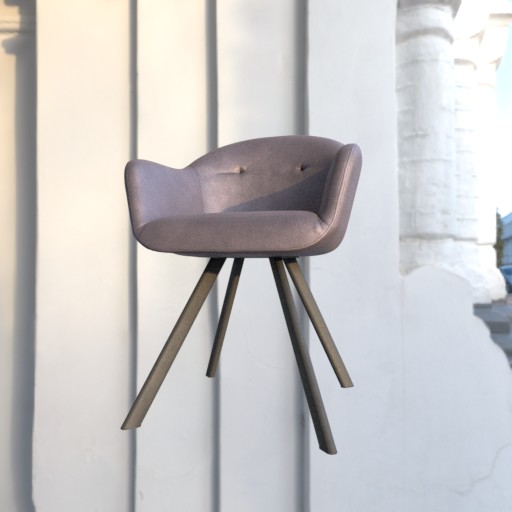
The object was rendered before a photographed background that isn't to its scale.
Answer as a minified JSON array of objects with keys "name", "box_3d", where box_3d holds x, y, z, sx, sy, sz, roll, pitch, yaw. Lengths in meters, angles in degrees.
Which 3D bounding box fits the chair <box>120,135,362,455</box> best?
[{"name":"chair","box_3d":[0.000,0.000,1.189,0.567,0.781,0.544,0,-1,16]}]
